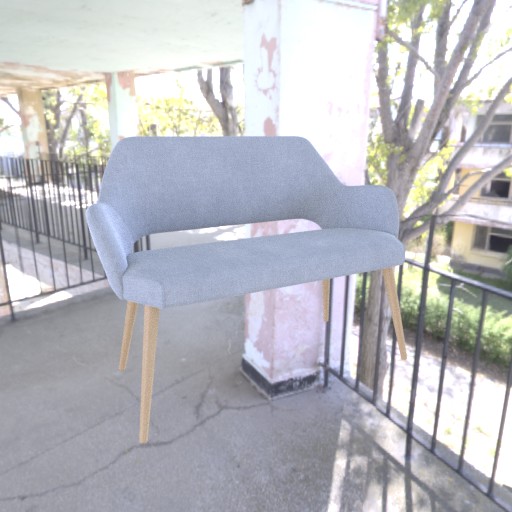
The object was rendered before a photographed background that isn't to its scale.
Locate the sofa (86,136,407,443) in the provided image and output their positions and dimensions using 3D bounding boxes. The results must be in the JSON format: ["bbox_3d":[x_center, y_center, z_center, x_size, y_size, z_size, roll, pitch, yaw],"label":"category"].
[{"bbox_3d":[0.000,0.000,1.614,1.150,0.840,0.610,-8,17,-27],"label":"sofa"}]
